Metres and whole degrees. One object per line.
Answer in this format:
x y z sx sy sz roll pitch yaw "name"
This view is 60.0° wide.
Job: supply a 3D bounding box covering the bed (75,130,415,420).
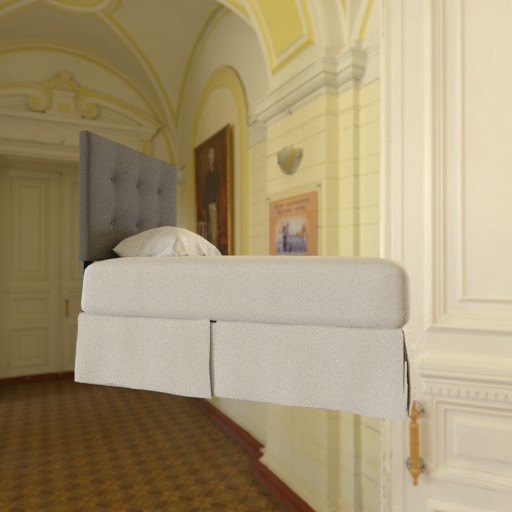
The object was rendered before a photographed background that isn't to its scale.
0.000 0.000 2.981 1.997 1.571 1.261 0 0 19 "bed"
